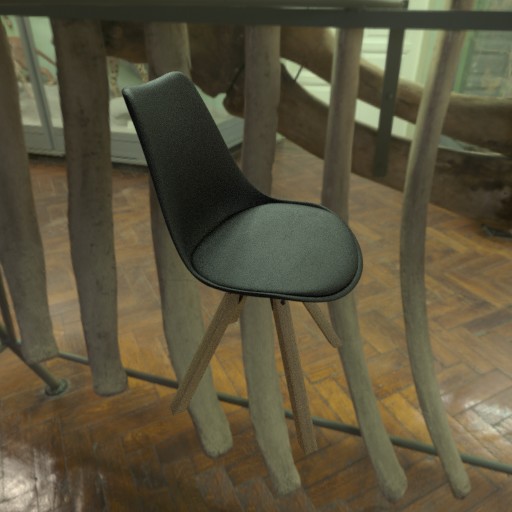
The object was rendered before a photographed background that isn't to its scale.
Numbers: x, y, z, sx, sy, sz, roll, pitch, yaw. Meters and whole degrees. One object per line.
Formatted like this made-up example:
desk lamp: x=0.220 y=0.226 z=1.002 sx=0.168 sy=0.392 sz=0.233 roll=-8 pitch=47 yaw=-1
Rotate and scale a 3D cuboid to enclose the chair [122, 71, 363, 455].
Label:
chair: x=0.000 y=0.000 z=1.164 sx=0.549 sy=0.850 sz=0.485 roll=10 pitch=33 yaw=16
